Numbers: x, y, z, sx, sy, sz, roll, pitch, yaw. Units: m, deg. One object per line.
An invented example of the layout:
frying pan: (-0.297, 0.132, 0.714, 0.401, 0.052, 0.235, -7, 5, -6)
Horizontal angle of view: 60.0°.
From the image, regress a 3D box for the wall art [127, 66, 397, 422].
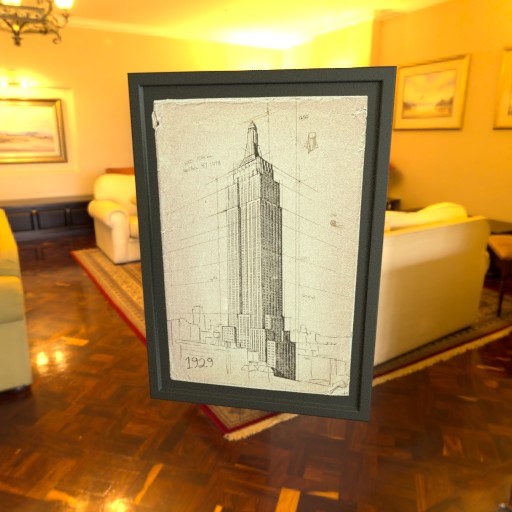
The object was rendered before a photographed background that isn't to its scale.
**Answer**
wall art: (0.000, 0.000, 0.554, 0.303, 0.431, 0.013, 3, 16, 10)
